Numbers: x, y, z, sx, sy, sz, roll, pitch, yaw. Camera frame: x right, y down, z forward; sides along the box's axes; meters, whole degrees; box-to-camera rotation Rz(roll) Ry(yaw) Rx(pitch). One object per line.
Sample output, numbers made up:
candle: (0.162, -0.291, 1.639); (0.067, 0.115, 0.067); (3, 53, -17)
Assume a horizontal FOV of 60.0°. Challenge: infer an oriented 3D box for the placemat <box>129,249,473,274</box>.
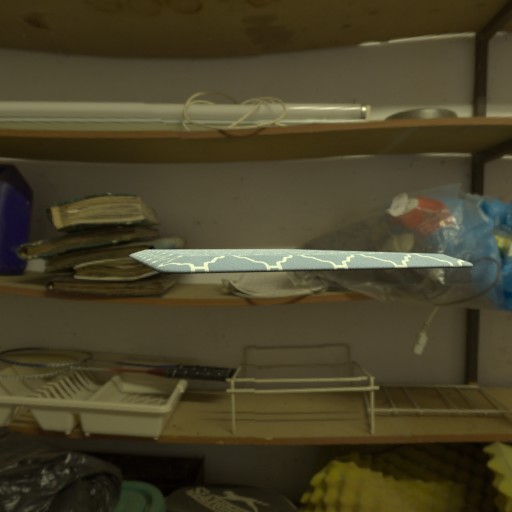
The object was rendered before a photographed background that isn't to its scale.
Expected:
placemat: (0.000, 0.000, 0.985); (0.508, 0.021, 0.762); (-1, 2, -19)
